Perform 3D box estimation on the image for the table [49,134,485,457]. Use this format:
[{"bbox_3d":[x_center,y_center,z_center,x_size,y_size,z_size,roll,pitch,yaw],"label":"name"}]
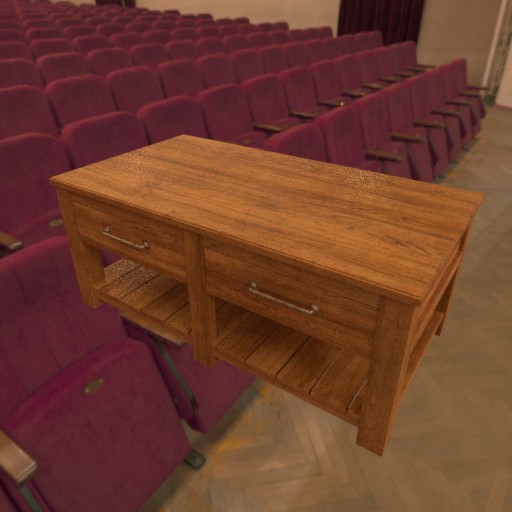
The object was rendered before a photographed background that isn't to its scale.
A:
[{"bbox_3d":[0.000,0.000,1.435,1.150,0.480,0.635,19,35,29],"label":"table"}]
